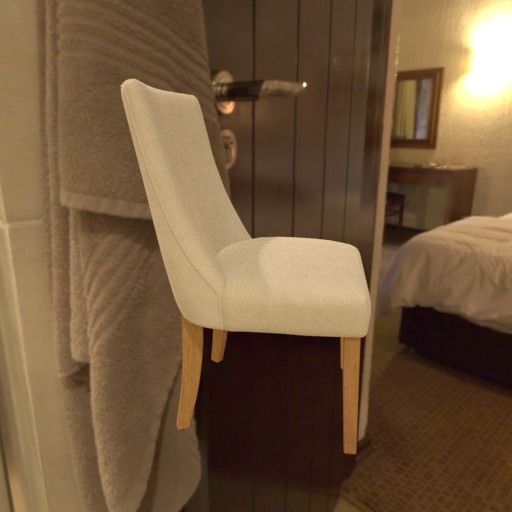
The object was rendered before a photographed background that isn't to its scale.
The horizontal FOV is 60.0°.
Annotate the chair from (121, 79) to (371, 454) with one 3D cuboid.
[{"bbox_3d":[0.000,0.000,1.256,0.610,0.902,0.495,3,16,9],"label":"chair"}]
